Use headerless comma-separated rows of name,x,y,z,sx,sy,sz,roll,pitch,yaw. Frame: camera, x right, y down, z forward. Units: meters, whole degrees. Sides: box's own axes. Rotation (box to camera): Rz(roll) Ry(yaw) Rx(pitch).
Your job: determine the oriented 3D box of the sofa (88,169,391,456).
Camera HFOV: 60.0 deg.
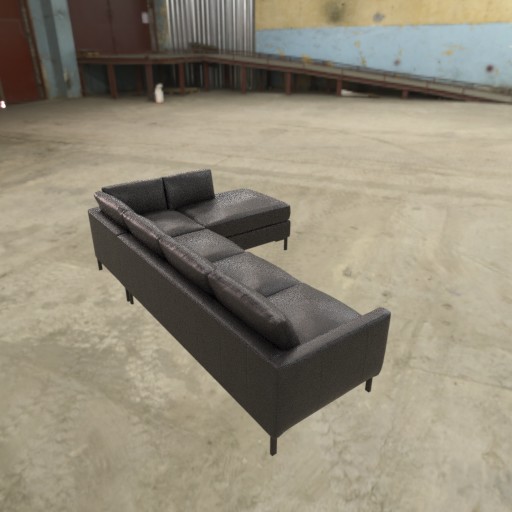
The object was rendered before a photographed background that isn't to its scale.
sofa,0.000,0.000,3.855,1.938,0.877,2.984,-18,31,-33
